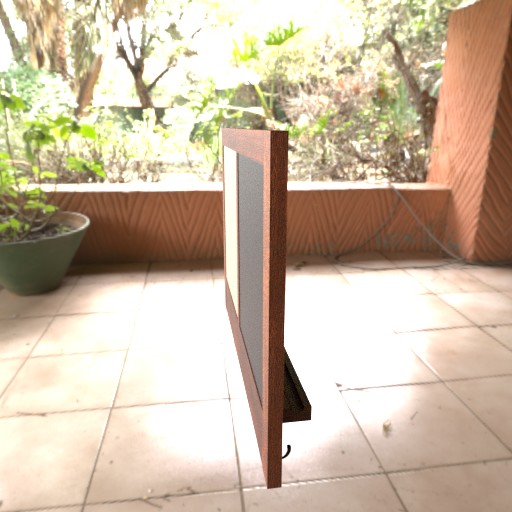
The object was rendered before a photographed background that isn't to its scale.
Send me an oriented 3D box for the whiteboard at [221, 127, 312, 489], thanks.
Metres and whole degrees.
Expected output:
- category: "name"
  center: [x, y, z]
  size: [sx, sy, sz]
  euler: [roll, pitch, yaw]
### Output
- category: "whiteboard"
  center: [0.000, 0.000, 1.000]
  size: [0.083, 0.553, 0.768]
  euler: [-3, 17, -8]
